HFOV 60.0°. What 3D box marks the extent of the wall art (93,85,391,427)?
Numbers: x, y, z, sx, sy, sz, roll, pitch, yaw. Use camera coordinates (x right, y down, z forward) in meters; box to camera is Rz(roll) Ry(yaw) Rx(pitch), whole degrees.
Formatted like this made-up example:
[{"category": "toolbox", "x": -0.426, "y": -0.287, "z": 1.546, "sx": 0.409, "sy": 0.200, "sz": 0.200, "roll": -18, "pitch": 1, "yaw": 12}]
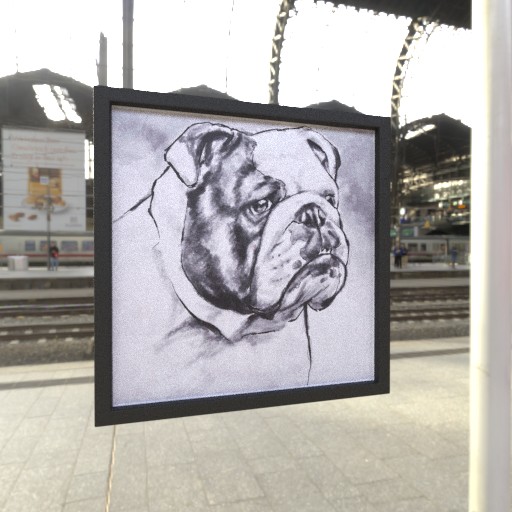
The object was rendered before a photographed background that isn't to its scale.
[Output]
[{"category": "wall art", "x": 0.000, "y": 0.000, "z": 0.664, "sx": 0.456, "sy": 0.453, "sz": 0.022, "roll": 0, "pitch": 1, "yaw": -18}]
